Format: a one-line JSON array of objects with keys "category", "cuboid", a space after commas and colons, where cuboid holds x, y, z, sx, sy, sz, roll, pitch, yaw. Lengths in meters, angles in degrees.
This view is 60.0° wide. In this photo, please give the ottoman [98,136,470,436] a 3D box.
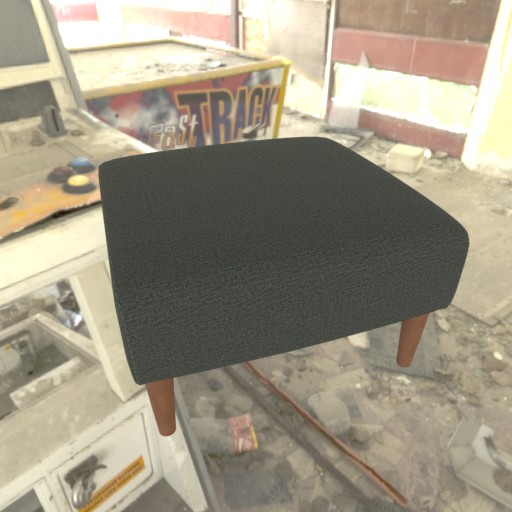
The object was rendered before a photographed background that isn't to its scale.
[{"category": "ottoman", "cuboid": [0.000, 0.000, 1.059, 0.650, 0.398, 0.649, -11, 34, -16]}]
